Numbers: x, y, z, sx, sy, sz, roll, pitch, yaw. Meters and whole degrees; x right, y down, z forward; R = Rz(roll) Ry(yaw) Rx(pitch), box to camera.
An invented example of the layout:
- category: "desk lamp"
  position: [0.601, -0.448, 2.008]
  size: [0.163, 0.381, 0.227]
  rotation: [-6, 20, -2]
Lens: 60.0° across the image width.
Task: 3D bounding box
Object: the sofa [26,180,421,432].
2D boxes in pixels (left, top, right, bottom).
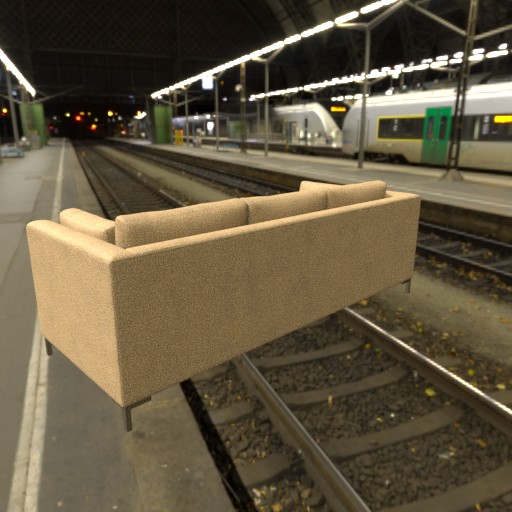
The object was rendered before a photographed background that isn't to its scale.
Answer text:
- category: "sofa"
  position: [0.000, 0.000, 2.847]
  size: [2.415, 0.867, 0.969]
  rotation: [-15, 21, -42]
